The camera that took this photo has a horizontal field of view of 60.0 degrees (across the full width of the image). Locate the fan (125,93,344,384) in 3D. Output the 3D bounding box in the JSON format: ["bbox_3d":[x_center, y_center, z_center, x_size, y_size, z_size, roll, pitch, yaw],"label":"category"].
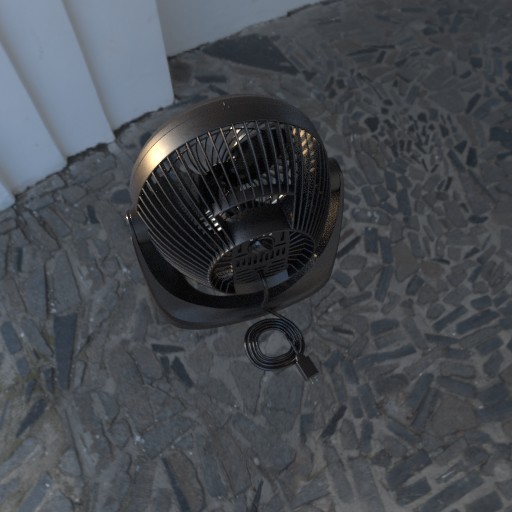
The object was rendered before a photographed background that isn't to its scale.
[{"bbox_3d":[0.000,0.000,0.507,0.273,0.277,0.256,-16,60,-10],"label":"fan"}]
